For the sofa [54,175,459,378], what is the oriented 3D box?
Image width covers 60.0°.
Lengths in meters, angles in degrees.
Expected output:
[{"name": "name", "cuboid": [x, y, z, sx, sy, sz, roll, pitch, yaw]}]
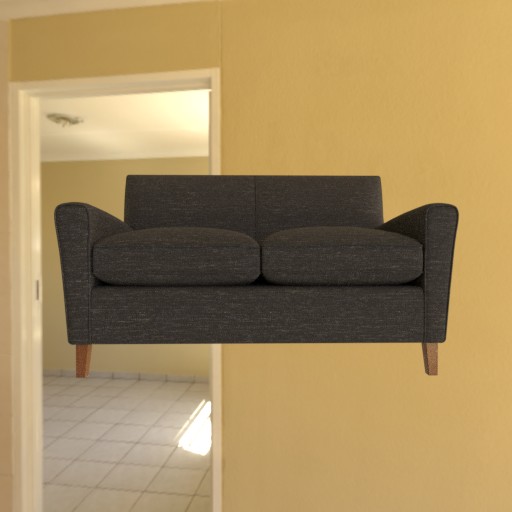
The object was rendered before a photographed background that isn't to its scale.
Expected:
[{"name": "sofa", "cuboid": [0.000, 0.000, 1.969, 1.420, 0.846, 0.875, 0, 1, -1]}]
